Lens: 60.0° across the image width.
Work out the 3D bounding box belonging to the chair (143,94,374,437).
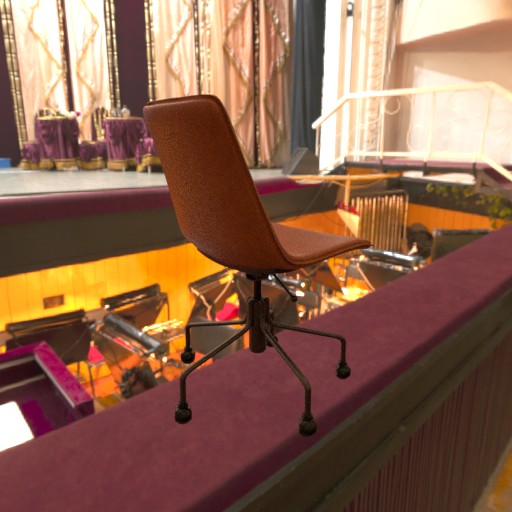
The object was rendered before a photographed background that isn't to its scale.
[{"bbox_3d":[0.000,0.000,1.418,0.660,0.920,0.651,-13,19,-41],"label":"chair"}]
